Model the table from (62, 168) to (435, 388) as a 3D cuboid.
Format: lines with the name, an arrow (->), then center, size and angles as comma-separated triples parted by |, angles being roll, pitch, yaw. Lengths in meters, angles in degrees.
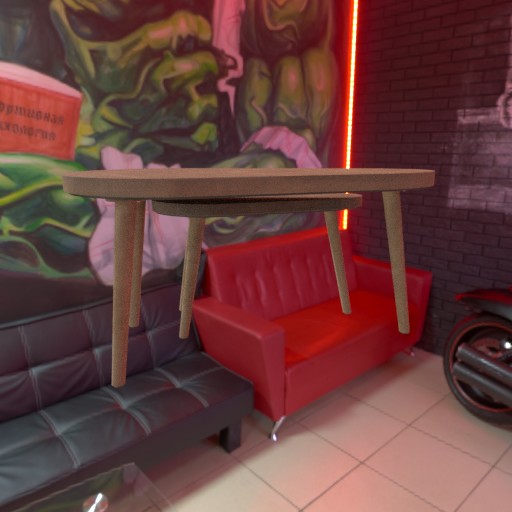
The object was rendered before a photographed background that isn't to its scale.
table -> 0.000, 0.000, 1.566 | 1.190, 0.595, 0.701 | -2, 14, -9
